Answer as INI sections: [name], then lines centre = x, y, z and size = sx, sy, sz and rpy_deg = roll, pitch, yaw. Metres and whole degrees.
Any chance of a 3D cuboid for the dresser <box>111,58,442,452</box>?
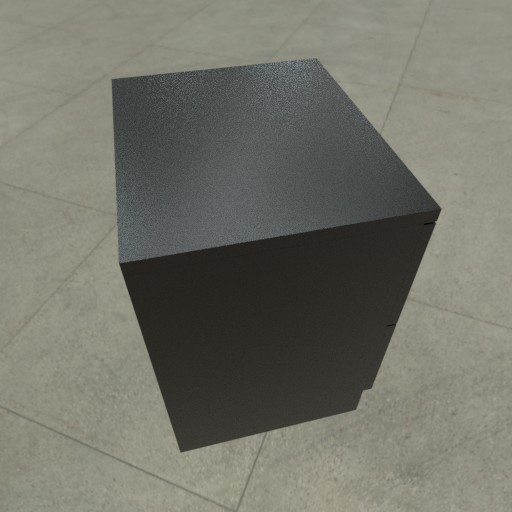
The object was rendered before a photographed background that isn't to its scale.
[dresser]
centre = 0.000, 0.000, 0.746
size = 0.360, 0.470, 0.400
rpy_deg = -10, 47, -9
